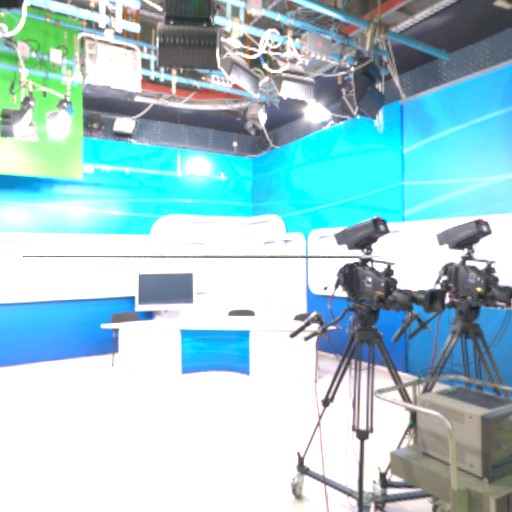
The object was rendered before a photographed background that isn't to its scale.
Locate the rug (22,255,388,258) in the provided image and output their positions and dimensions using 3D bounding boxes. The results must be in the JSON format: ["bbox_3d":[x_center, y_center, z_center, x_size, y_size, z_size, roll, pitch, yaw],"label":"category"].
[{"bbox_3d":[0.000,0.000,2.870,1.555,0.011,2.232,0,0,19],"label":"rug"}]
